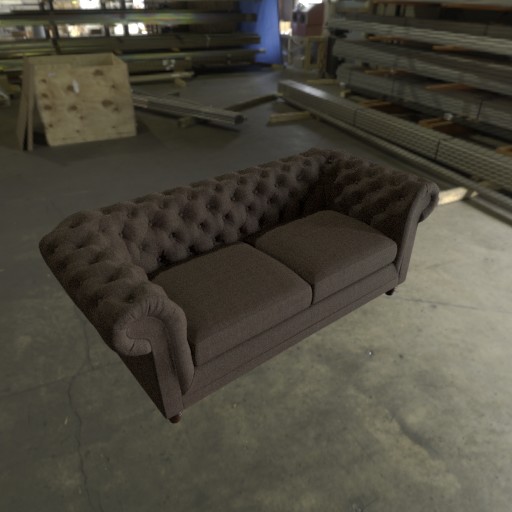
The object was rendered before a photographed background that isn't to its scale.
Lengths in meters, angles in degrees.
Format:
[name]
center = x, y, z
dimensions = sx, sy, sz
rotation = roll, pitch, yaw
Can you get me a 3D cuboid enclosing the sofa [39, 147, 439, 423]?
[sofa]
center = 0.000, 0.000, 2.517
dimensions = 2.048, 0.780, 0.944
rotation = -22, 38, -32
